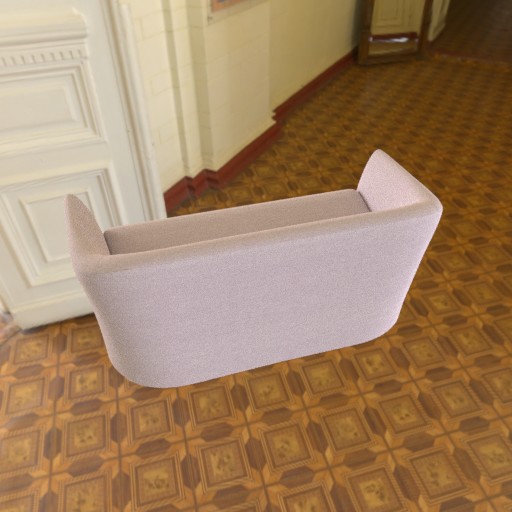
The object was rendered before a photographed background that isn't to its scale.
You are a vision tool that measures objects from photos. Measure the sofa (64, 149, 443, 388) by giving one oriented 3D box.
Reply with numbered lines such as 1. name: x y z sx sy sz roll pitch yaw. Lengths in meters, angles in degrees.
1. sofa: 0.000 0.000 1.868 1.452 0.721 0.705 -11 42 -12
